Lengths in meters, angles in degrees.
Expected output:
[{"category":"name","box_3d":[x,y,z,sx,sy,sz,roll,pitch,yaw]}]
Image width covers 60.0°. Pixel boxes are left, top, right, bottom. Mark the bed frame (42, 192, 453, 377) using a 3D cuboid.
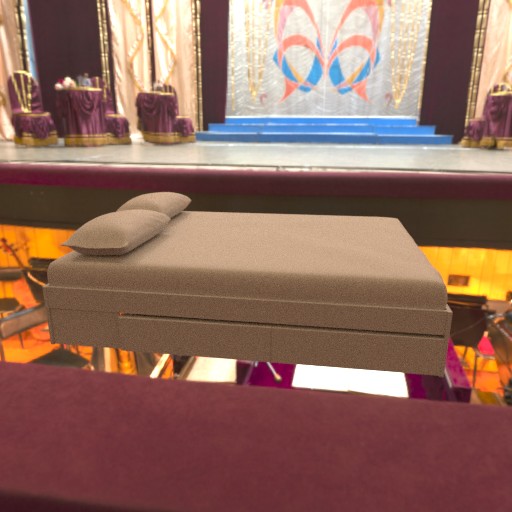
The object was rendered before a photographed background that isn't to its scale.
[{"category":"bed frame","box_3d":[0.000,0.000,2.751,1.950,0.629,1.450,3,17,8]}]
